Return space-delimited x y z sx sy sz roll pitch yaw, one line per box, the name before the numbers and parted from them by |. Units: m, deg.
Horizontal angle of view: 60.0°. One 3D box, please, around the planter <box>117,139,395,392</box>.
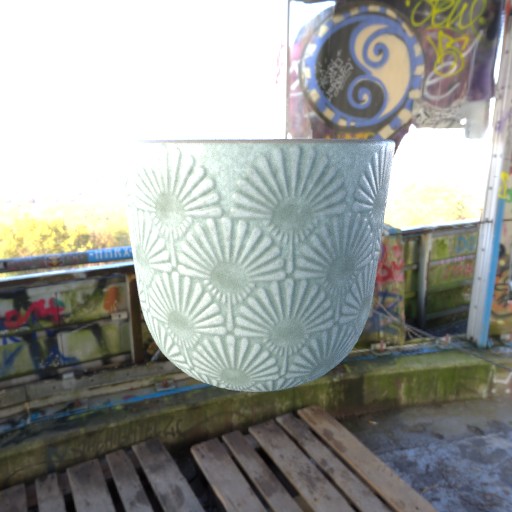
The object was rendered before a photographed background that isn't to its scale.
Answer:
planter | 0.000 0.000 0.300 0.170 0.152 0.170 0 14 0
